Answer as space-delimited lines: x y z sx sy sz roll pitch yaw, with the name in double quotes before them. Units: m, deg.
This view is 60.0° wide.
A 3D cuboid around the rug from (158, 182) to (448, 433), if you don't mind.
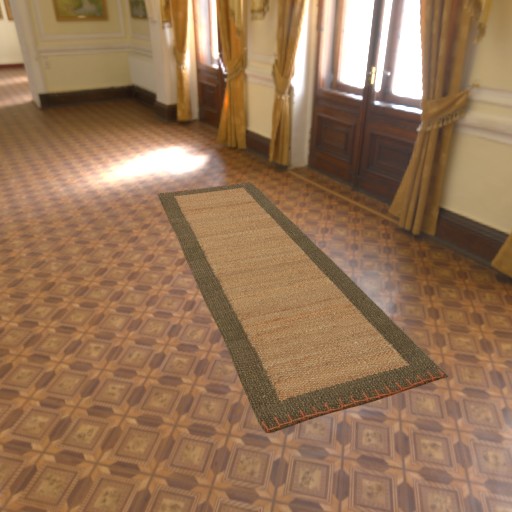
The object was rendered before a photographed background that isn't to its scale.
"rug" 0.000 0.000 2.672 0.810 0.016 2.413 -10 31 -17
